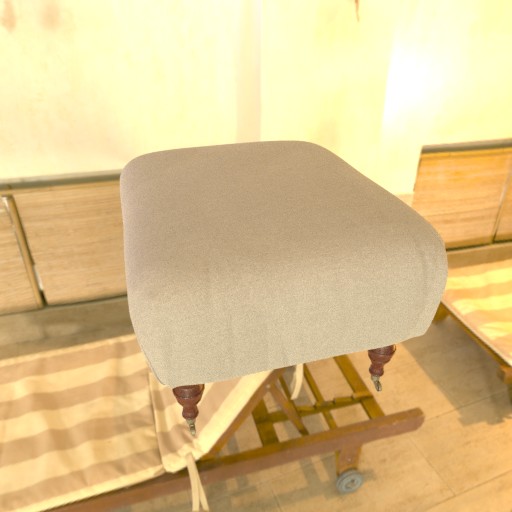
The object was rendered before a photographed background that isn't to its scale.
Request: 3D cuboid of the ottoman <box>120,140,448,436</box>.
[{"bbox_3d":[0.000,0.000,1.126,0.622,0.450,0.746,-8,31,-14],"label":"ottoman"}]
